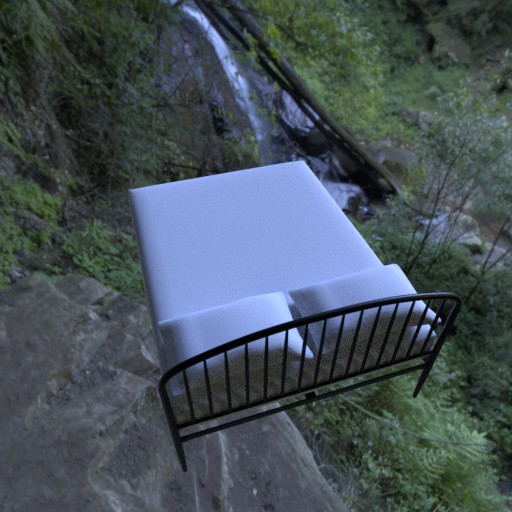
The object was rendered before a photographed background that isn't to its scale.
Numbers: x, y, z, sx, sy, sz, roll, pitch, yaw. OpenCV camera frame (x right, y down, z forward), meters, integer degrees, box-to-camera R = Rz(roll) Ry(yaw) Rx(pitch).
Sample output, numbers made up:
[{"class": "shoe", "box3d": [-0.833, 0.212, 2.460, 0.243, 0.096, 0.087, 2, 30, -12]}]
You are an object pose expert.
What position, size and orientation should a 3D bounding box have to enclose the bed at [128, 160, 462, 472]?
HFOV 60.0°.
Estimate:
[{"class": "bed", "box3d": [0.000, 0.000, 3.164, 1.618, 1.166, 2.159, -12, 44, -13]}]
